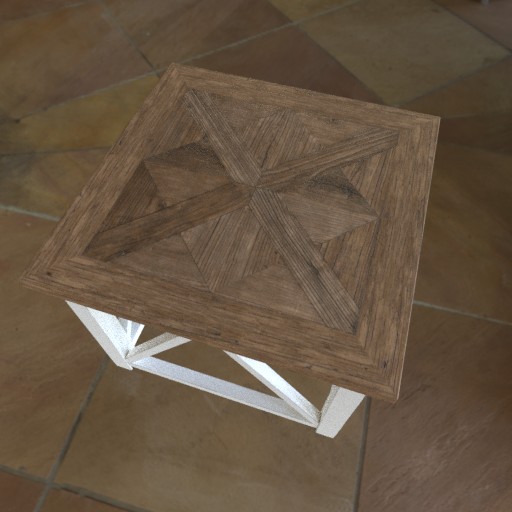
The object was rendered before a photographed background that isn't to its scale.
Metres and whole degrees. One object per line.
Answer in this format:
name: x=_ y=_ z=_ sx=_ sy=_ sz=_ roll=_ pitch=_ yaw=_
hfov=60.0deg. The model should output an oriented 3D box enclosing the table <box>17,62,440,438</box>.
table: x=0.000 y=0.000 z=1.161 sx=0.700 sy=0.532 sz=0.700 roll=15 pitch=58 yaw=10
